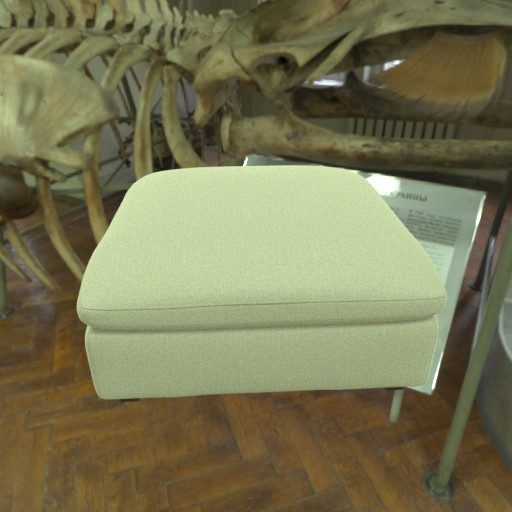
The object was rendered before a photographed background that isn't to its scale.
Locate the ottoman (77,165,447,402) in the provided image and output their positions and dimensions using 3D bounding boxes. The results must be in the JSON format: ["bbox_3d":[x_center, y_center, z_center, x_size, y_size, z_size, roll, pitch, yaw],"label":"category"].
[{"bbox_3d":[0.000,0.000,1.582,0.996,0.467,0.977,-2,29,-3],"label":"ottoman"}]
